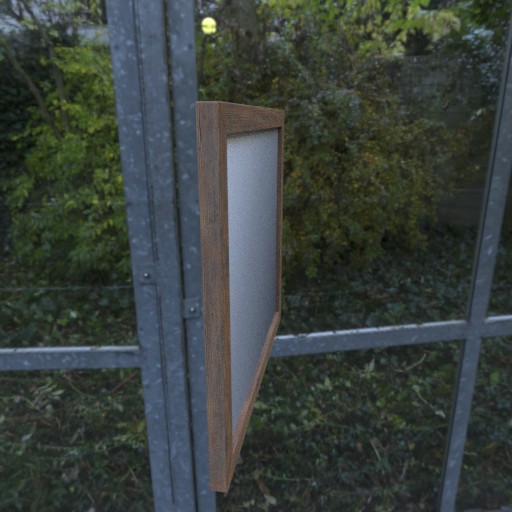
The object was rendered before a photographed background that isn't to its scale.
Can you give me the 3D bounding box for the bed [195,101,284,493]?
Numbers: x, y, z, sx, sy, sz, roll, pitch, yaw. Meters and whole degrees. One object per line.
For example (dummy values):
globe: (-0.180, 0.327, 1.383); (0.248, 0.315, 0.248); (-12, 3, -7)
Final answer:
bed: (0.000, 0.000, 1.482); (0.046, 0.942, 1.046); (3, 18, 10)
